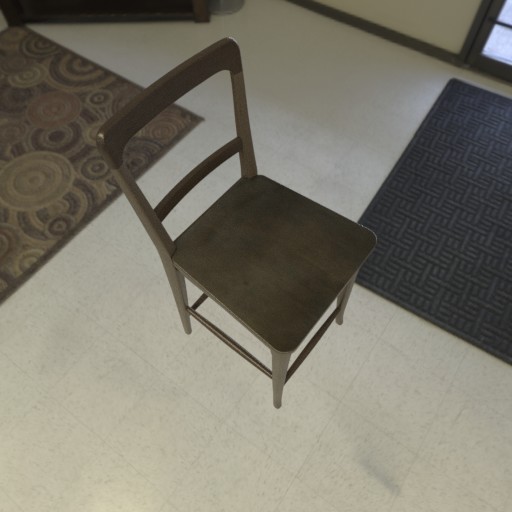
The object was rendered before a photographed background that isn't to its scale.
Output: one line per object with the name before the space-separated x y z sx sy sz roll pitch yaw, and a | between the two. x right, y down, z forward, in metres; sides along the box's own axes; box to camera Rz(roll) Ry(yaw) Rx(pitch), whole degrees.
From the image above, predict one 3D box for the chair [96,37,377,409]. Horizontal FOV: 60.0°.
chair | 0.000 0.000 1.313 0.546 0.991 0.450 34 65 19
